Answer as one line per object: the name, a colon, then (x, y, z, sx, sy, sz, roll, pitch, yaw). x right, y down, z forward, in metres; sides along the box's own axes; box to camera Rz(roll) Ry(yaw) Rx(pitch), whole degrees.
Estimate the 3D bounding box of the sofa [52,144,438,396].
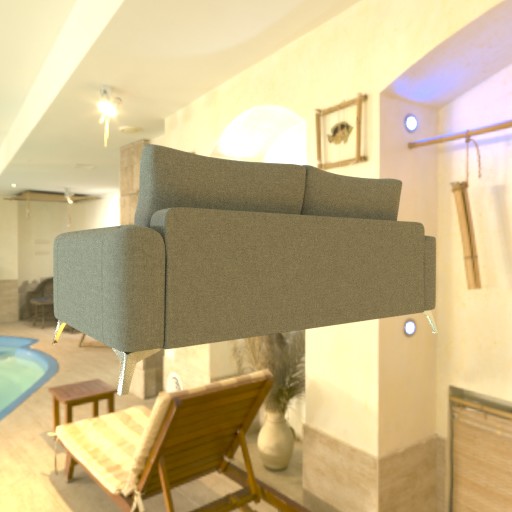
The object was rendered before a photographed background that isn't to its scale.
sofa: (0.000, 0.000, 2.117, 1.650, 0.790, 0.920, -1, 1, -37)
